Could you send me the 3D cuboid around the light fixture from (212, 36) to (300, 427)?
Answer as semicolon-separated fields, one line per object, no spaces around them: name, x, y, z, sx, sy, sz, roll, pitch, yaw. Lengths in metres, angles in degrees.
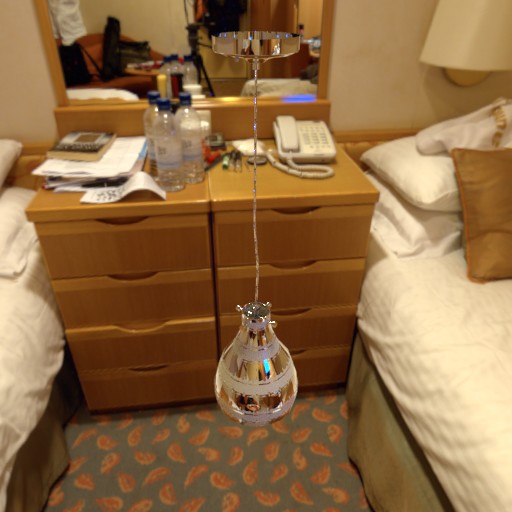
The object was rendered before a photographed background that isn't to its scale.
light fixture;0.000;0.000;1.628;0.374;1.457;0.374;21;37;30
